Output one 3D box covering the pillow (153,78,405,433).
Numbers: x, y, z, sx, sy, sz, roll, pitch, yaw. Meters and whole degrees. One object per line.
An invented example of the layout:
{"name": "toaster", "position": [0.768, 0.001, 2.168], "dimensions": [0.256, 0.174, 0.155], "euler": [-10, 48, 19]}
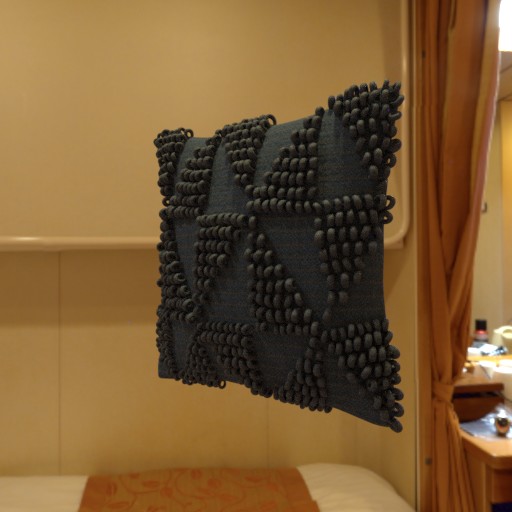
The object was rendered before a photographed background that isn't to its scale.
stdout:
{"name": "pillow", "position": [0.000, 0.000, 0.705], "dimensions": [0.469, 0.466, 0.172], "euler": [0, 0, 35]}
